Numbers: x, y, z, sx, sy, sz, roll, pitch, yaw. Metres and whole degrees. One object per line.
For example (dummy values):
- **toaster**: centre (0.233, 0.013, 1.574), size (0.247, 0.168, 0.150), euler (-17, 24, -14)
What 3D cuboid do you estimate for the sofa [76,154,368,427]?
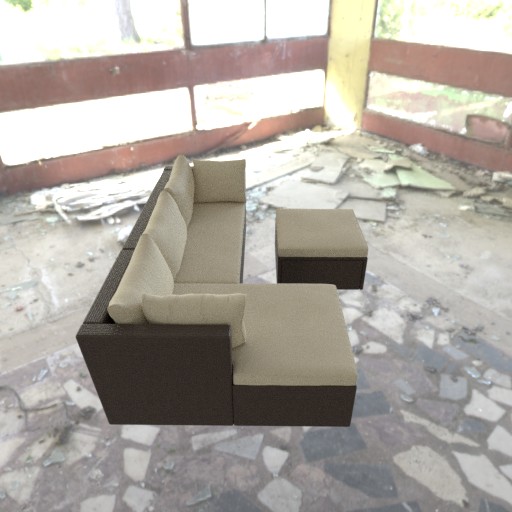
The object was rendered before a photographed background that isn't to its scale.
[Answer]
- **sofa**: centre (0.000, 0.000, 3.049), size (1.612, 0.766, 2.192), euler (0, 32, 1)
